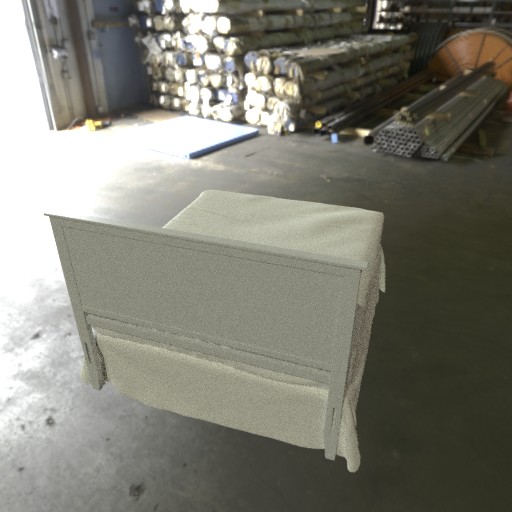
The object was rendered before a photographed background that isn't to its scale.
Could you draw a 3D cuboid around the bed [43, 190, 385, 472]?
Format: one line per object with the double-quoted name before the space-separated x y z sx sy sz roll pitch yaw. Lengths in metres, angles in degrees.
"bed" 0.000 0.000 3.174 1.876 1.269 2.047 10 31 17
